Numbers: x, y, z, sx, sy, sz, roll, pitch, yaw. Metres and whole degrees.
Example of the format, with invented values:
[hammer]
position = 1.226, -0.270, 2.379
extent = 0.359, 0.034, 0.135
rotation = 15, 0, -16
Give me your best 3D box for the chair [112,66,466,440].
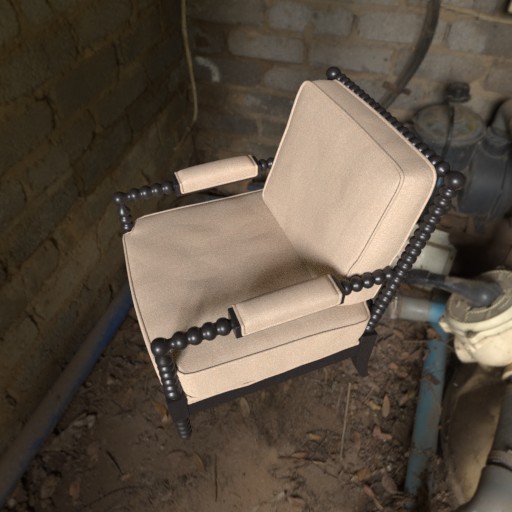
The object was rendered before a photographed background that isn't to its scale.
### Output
[chair]
position = 0.000, 0.000, 1.156
extent = 0.657, 0.703, 0.555
rotation = -16, 49, -14
